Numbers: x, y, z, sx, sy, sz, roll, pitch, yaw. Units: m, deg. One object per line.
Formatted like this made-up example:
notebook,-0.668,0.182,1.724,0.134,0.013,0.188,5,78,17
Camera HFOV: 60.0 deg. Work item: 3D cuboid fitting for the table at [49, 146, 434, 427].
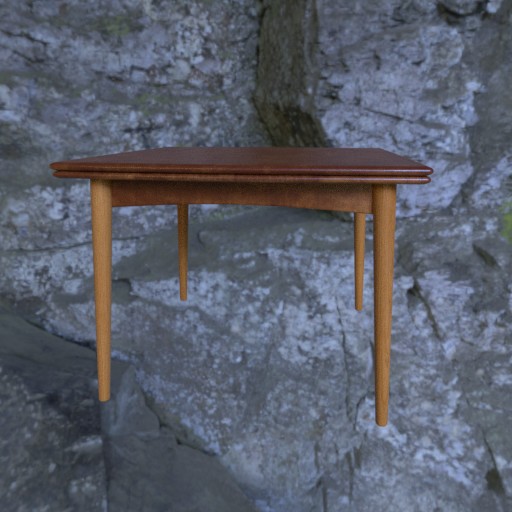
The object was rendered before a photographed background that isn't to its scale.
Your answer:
table,0.000,0.000,1.668,0.991,0.754,0.991,2,17,8
